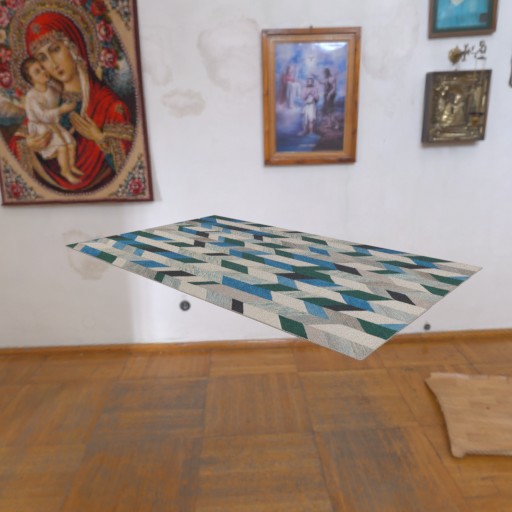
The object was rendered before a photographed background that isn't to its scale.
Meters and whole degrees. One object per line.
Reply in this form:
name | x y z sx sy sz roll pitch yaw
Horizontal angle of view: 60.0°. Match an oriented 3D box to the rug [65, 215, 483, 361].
rug | 0.000 0.000 2.988 2.433 0.007 1.507 15 22 40
